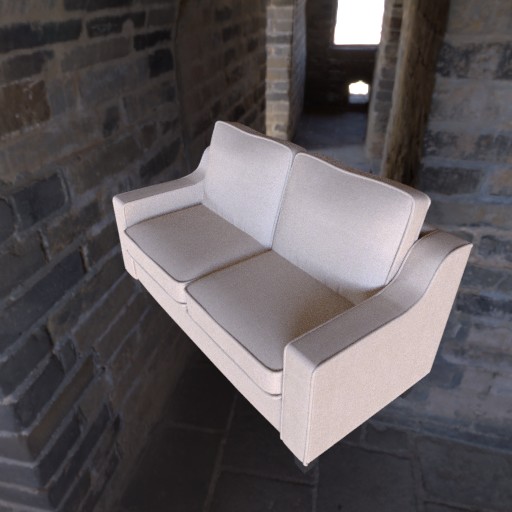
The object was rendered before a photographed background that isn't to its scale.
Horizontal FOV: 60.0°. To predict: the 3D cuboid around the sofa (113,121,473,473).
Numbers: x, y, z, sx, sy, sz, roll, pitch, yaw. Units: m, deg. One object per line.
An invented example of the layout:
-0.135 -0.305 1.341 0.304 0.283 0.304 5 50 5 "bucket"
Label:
0.000 0.000 3.435 1.351 1.562 2.587 -21 37 -31 "sofa"
